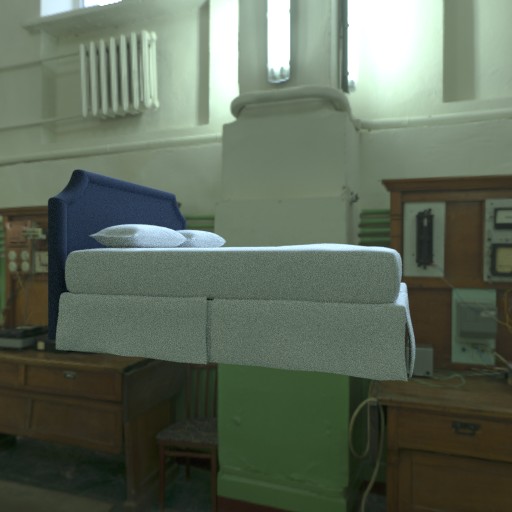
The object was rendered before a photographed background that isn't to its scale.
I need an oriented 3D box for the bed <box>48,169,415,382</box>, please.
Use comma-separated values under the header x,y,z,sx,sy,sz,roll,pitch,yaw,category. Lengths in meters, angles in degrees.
x,y,z,sx,sy,sz,roll,pitch,yaw,category
0.000,0.000,4.121,2.773,1.488,2.350,0,0,19,bed
